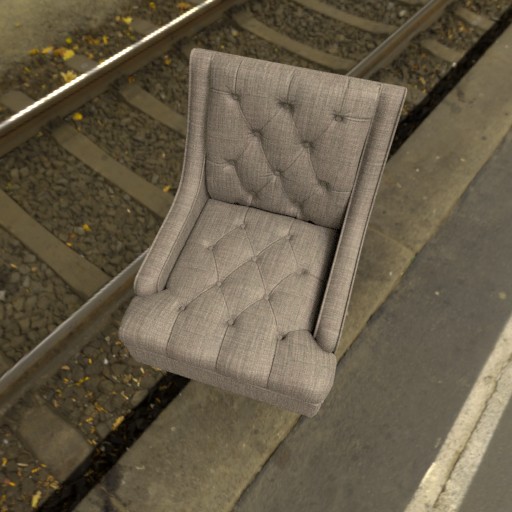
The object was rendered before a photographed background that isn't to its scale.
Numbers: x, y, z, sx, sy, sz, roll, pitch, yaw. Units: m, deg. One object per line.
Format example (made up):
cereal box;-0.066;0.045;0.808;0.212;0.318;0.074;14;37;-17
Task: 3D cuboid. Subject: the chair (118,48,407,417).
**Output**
chair;0.000;0.000;1.424;0.655;0.891;0.771;15;58;10
